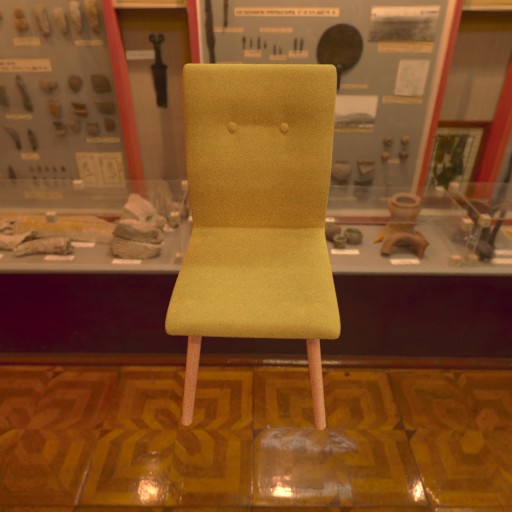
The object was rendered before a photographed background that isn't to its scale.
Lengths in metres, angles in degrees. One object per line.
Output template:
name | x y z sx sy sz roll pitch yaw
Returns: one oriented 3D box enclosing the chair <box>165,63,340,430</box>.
chair | 0.000 0.000 1.307 0.450 0.965 0.550 1 33 2
